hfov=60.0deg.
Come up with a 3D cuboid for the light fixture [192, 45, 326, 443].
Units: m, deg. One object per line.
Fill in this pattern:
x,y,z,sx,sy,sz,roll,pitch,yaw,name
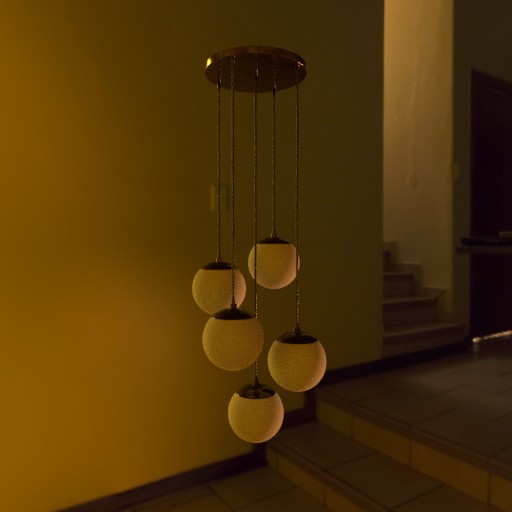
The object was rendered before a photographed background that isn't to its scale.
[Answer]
0.000,0.000,1.511,0.484,1.271,0.489,1,1,37,light fixture
